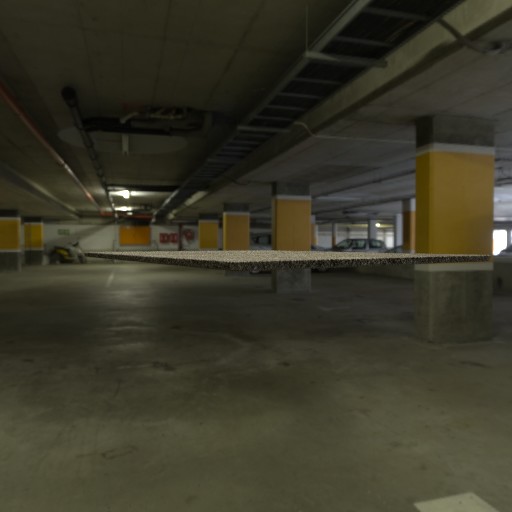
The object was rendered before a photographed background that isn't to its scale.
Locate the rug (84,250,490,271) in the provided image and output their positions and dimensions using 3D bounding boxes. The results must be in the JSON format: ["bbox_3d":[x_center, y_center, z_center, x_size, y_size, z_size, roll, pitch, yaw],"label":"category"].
[{"bbox_3d":[0.000,0.000,2.106,1.198,0.025,1.601,-1,2,-34],"label":"rug"}]
